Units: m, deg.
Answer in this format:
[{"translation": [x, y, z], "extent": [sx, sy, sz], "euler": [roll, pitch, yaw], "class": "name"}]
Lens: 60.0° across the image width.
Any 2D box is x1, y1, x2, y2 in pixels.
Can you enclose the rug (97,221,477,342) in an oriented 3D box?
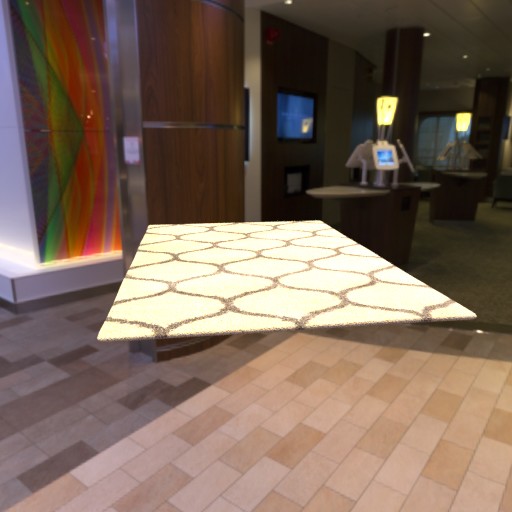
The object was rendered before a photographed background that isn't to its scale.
[{"translation": [0.000, 0.000, 3.332], "extent": [1.801, 0.026, 2.701], "euler": [-2, 15, -8], "class": "rug"}]
